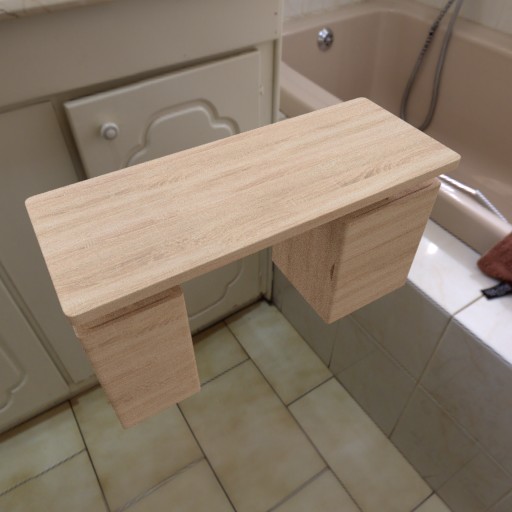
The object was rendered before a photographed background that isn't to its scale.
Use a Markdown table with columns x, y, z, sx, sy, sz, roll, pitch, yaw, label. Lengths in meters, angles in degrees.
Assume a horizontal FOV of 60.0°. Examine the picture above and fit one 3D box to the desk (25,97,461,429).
| x | y | z | sx | sy | sz | roll | pitch | yaw | label |
| --- | --- | --- | --- | --- | --- | --- | --- | --- | --- |
| 0.000 | 0.000 | 1.766 | 1.400 | 0.760 | 0.550 | -23 | 50 | -21 | desk |
